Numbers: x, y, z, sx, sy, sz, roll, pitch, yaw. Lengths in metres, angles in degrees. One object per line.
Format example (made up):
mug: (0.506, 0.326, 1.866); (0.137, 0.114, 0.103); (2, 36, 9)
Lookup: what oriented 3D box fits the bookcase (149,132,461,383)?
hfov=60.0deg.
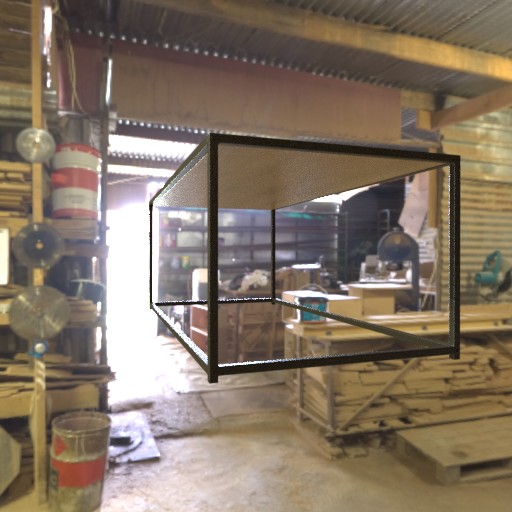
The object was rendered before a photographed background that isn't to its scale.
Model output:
bookcase: (0.000, 0.000, 1.255); (0.500, 0.400, 1.000); (0, 0, -19)
